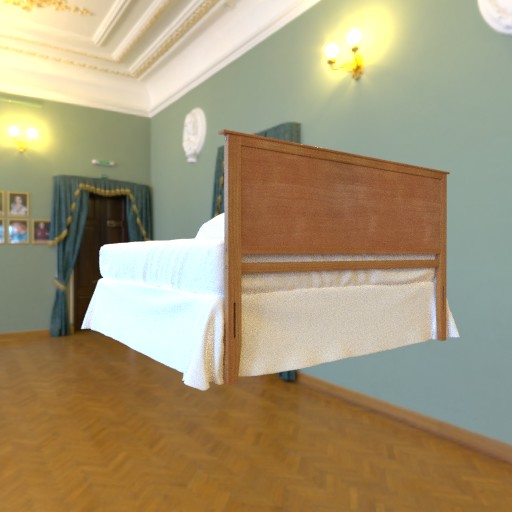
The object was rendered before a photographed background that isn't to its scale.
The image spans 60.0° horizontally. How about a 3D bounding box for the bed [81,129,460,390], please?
[{"bbox_3d":[0.000,0.000,3.623,2.317,1.270,2.215,0,1,-36],"label":"bed"}]
